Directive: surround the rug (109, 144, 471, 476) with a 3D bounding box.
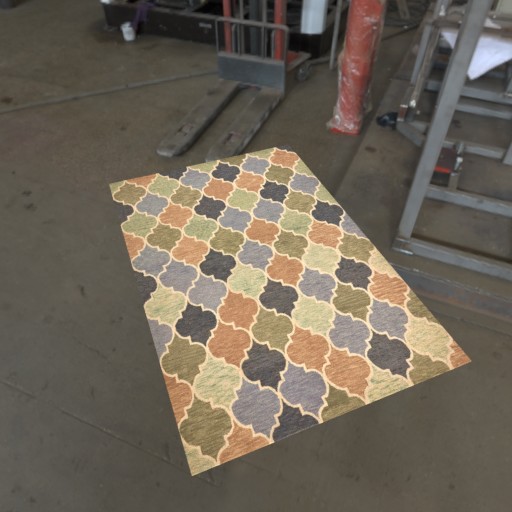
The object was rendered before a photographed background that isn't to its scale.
[{"bbox_3d":[0.000,0.000,2.299,1.216,0.006,1.828,-16,48,-15],"label":"rug"}]
